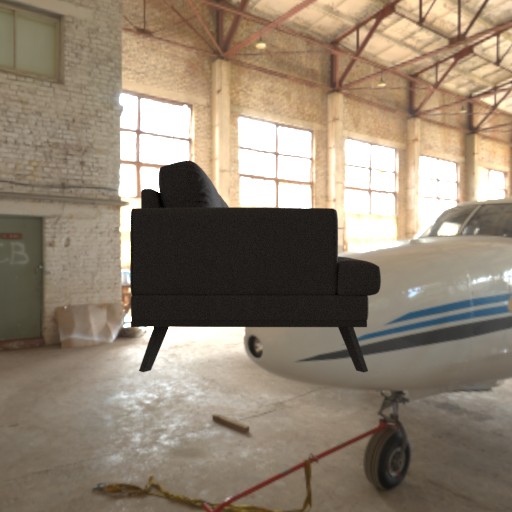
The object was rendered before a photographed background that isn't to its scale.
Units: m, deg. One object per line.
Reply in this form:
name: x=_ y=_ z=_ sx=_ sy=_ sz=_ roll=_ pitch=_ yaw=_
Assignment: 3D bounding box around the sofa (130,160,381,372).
sofa: x=0.000 y=0.000 z=2.741 sx=0.920 sy=0.810 sz=2.310 roll=0 pitch=1 yaw=0
